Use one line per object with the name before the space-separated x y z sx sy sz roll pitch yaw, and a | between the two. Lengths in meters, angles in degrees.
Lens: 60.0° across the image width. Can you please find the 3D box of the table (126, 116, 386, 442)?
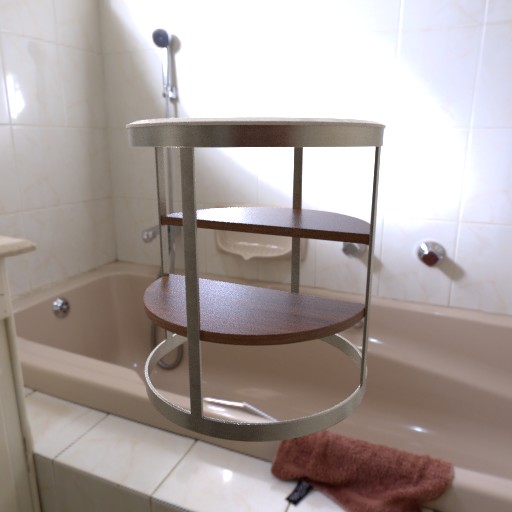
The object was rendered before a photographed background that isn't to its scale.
table | 0.000 0.000 0.775 0.407 0.447 0.407 0 14 0
